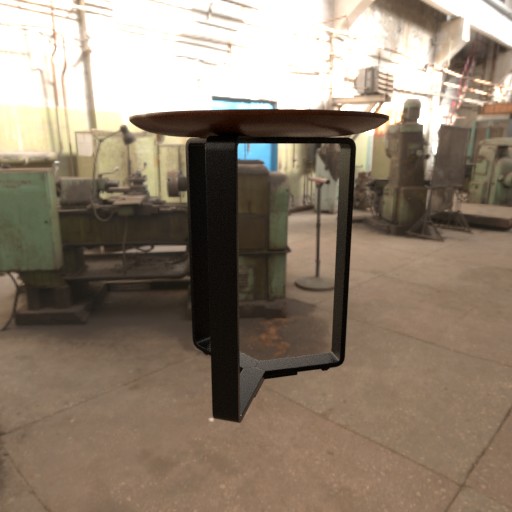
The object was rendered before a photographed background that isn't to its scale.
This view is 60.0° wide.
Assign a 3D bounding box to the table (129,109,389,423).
[{"bbox_3d":[0.000,0.000,0.758,0.380,0.450,0.410,-13,19,-43],"label":"table"}]
